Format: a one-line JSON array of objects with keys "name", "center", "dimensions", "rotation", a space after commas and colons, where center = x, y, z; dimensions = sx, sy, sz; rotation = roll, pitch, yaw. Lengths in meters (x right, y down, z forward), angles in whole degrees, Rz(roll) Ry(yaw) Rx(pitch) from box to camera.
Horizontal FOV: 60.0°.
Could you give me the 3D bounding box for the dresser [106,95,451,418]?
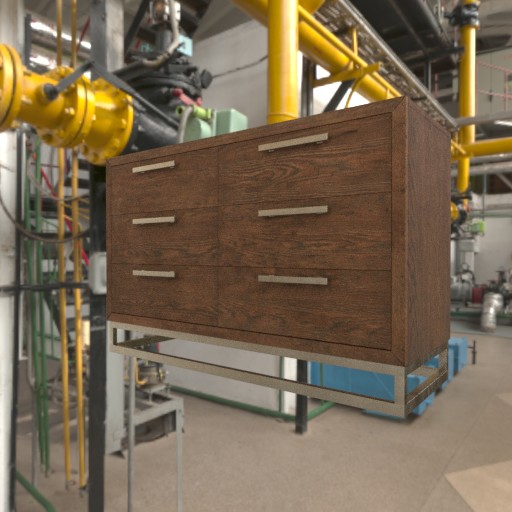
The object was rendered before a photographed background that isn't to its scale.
[{"name": "dresser", "center": [0.000, 0.000, 2.169], "dimensions": [1.646, 1.061, 0.623], "rotation": [0, 1, 37]}]
